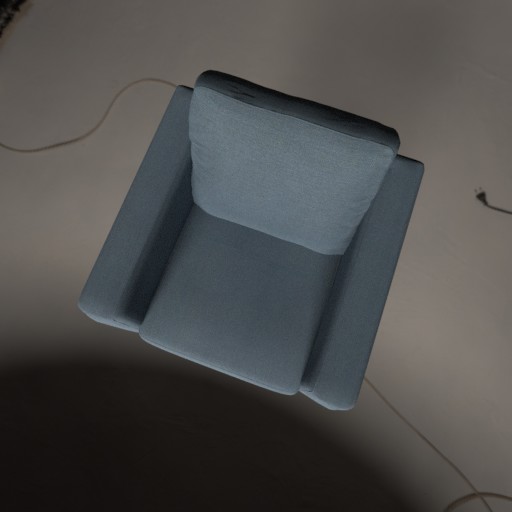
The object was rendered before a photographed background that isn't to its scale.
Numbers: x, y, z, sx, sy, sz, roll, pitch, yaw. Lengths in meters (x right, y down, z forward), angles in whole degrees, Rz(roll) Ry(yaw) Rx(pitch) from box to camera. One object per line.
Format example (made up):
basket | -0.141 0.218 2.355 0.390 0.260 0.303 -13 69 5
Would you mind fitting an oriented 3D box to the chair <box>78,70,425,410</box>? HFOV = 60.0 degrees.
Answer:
chair | 0.000 0.000 1.550 0.855 0.922 0.820 19 76 5
